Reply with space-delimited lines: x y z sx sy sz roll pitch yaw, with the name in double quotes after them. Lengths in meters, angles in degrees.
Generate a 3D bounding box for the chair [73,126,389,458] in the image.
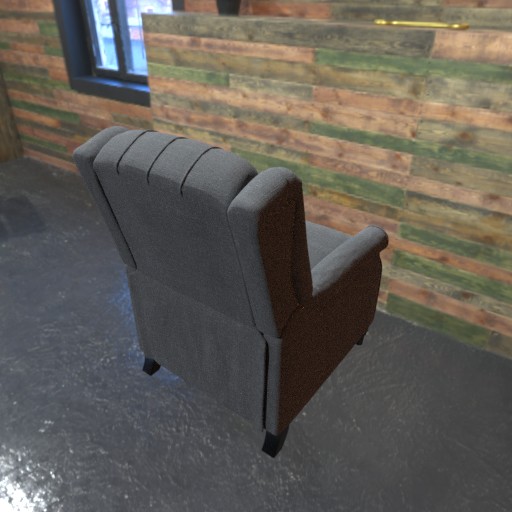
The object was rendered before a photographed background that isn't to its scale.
0.000 0.000 1.627 0.742 1.035 0.898 21 37 31 "chair"
